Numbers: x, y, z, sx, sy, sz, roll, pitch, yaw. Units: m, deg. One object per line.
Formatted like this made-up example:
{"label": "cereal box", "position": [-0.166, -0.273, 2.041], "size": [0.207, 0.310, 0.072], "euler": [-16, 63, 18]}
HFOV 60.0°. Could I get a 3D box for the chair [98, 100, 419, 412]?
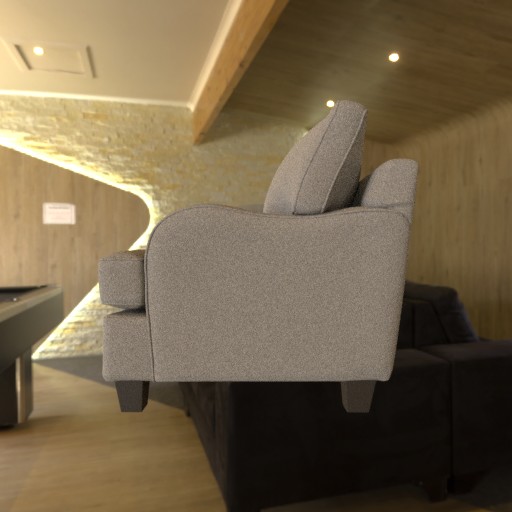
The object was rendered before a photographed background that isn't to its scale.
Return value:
{"label": "chair", "position": [0.000, 0.000, 1.990], "size": [1.040, 1.016, 1.220], "euler": [0, 0, 0]}
